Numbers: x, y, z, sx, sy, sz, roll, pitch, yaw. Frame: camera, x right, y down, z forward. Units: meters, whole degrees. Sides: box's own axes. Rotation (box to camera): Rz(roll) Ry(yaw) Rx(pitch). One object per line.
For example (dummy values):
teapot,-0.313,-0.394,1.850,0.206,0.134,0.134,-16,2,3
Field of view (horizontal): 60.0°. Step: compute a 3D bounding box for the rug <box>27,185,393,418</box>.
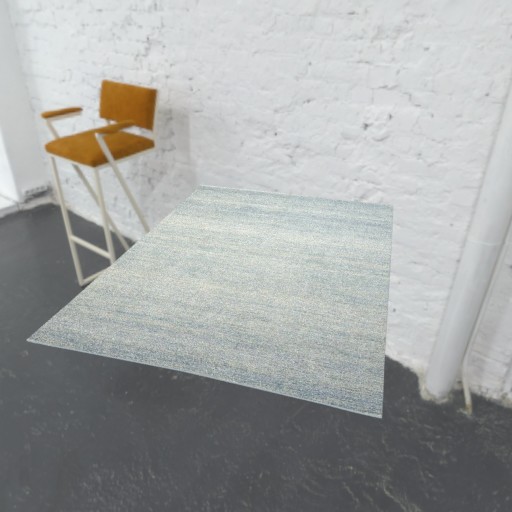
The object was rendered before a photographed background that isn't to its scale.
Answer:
rug,0.000,0.000,4.196,2.461,0.046,3.237,8,31,14
